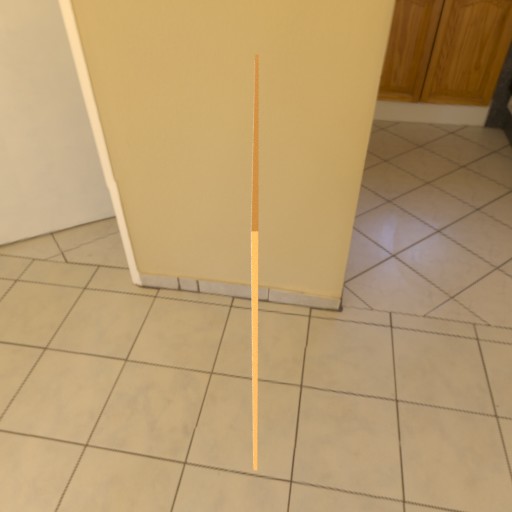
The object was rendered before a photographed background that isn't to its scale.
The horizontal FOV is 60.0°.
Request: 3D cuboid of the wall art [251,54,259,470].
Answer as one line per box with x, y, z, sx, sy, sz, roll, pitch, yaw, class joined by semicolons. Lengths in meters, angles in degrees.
0.000;0.000;1.447;0.013;0.959;0.962;0;41;0;wall art
